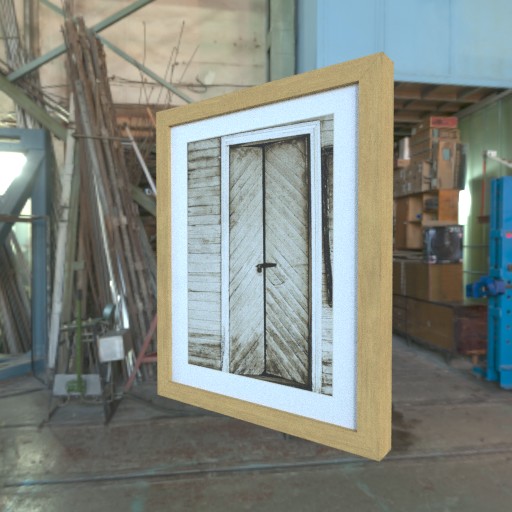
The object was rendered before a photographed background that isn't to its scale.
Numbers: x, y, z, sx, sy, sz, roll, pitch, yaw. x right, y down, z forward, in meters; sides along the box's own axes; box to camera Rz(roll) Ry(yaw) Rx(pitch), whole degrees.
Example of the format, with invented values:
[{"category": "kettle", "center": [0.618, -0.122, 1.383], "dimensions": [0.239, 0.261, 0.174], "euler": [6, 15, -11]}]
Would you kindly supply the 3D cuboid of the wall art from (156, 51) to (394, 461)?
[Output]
[{"category": "wall art", "center": [0.000, 0.000, 0.516], "dimensions": [0.312, 0.380, 0.030], "euler": [1, 2, 37]}]
